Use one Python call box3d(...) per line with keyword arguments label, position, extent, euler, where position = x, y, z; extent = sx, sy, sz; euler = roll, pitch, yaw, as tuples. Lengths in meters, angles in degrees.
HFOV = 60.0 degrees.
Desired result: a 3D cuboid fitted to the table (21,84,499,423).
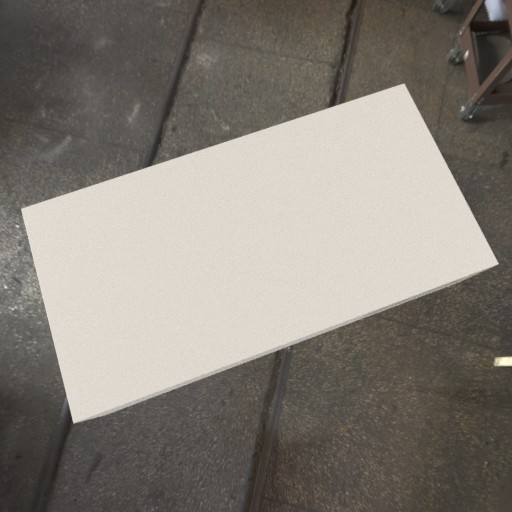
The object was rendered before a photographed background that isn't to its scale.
box3d(label="table", position=(0.000, 0.000, 1.443), extent=(1.194, 0.432, 0.609), euler=(-19, 76, -5))
